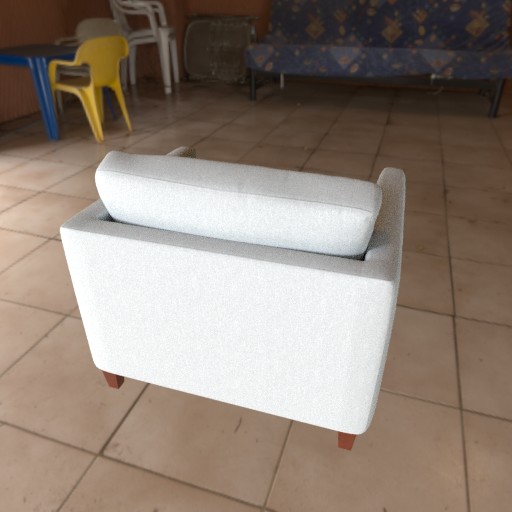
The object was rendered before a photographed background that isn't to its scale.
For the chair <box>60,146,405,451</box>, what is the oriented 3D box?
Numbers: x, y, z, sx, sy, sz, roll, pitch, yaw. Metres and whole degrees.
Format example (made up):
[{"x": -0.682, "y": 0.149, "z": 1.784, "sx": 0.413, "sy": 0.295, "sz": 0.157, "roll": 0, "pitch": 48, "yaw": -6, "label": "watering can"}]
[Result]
[{"x": 0.000, "y": 0.000, "z": 1.828, "sx": 1.107, "sy": 0.961, "sz": 0.953, "roll": 9, "pitch": 32, "yaw": 15, "label": "chair"}]
